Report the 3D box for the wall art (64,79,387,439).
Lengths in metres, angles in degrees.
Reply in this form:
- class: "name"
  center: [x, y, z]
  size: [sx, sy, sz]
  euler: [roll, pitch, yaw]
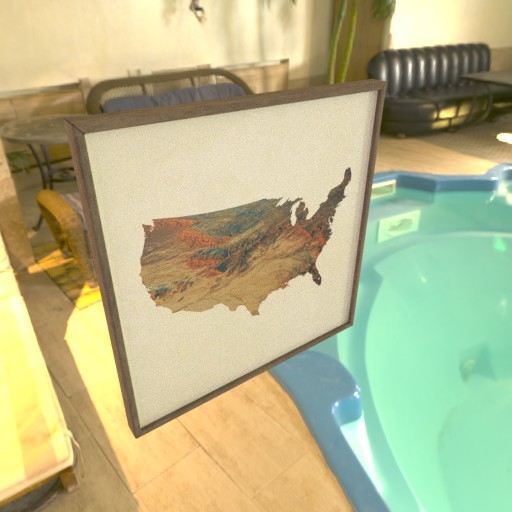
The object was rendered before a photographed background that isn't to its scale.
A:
- class: "wall art"
  center: [0.000, 0.000, 1.091]
  size: [0.749, 0.751, 0.050]
  euler: [-20, 35, -30]
